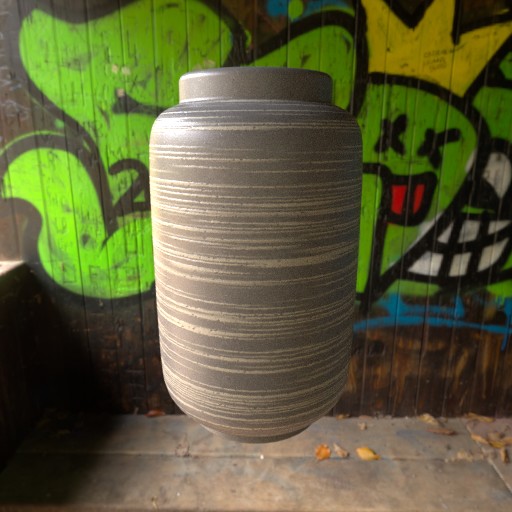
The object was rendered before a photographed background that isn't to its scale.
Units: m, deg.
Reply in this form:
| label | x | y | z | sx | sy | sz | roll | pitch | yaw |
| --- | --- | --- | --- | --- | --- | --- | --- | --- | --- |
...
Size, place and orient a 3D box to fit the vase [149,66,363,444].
| label | x | y | z | sx | sy | sz | roll | pitch | yaw |
| --- | --- | --- | --- | --- | --- | --- | --- | --- | --- |
| vase | 0.000 | 0.000 | 0.661 | 0.297 | 0.499 | 0.297 | 0 | 16 | 0 |
